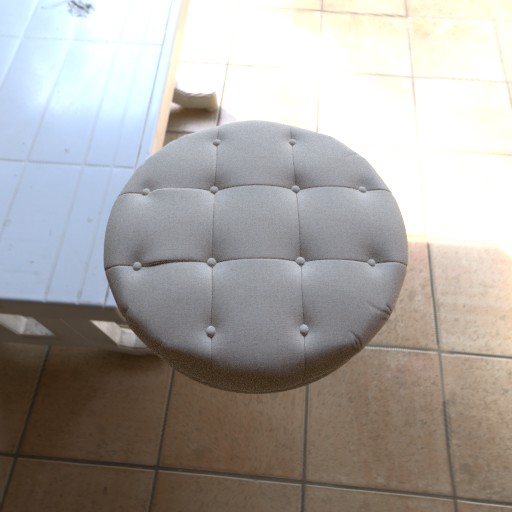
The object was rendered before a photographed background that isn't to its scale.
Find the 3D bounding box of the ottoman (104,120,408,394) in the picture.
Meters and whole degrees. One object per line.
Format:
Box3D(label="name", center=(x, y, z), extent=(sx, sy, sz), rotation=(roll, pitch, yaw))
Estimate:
Box3D(label="ottoman", center=(0.000, 0.000, 1.518), extent=(0.940, 0.483, 0.940), rotation=(0, 63, 0))
